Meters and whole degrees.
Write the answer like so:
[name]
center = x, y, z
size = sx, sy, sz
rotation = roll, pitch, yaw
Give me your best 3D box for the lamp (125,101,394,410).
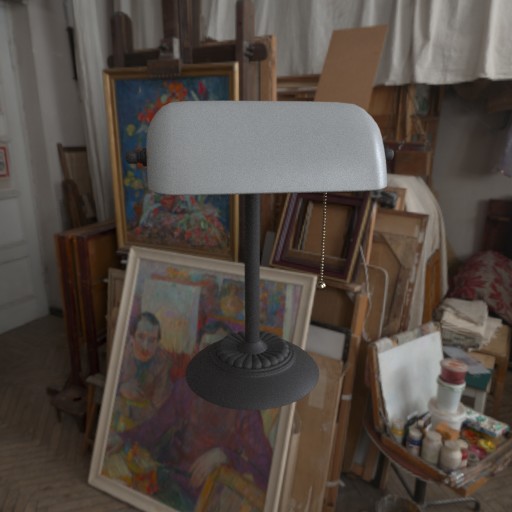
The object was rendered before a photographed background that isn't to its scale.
[lamp]
center = 0.000, 0.000, 0.520
size = 0.264, 0.339, 0.243
rotation = -3, 17, -8
